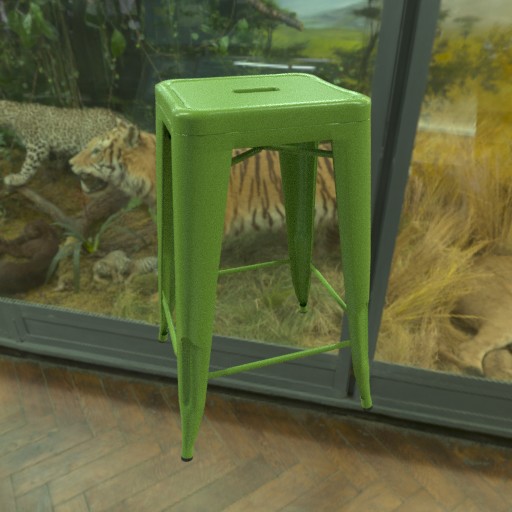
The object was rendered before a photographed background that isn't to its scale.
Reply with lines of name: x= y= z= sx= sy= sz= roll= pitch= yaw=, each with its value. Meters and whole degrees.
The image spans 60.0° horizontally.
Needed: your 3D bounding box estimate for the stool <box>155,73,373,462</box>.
stool: x=0.000 y=0.000 z=0.847 sx=0.398 sy=0.609 sz=0.358 roll=-9 pitch=32 yaw=-15
